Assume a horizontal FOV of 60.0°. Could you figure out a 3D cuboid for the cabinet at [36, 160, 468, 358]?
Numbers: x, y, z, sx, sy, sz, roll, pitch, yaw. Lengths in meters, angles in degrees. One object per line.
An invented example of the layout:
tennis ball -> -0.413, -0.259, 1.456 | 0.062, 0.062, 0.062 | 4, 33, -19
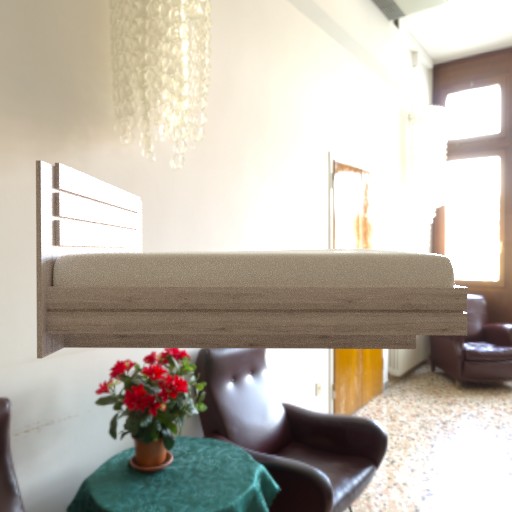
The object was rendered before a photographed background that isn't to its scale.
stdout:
cabinet -> 0.000, 0.000, 2.988 | 2.080, 0.970, 1.750 | 0, 1, 1
